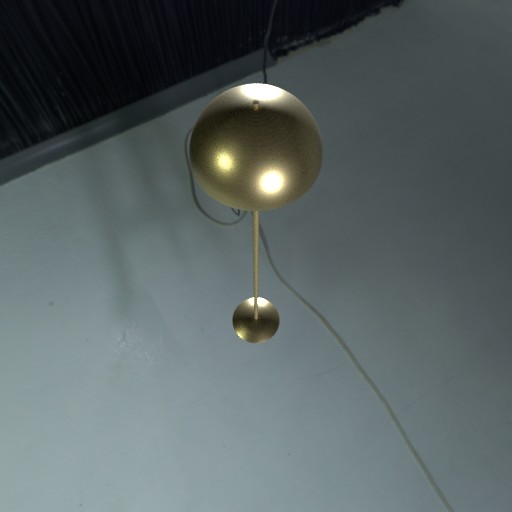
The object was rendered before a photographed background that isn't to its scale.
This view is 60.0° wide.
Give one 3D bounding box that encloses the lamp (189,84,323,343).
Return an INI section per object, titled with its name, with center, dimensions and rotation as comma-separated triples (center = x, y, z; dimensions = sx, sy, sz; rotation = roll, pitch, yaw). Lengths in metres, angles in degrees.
[lamp]
center = 0.000, 0.000, 1.606
dimensions = 0.328, 1.480, 0.328
rotation = -33, 68, -15
